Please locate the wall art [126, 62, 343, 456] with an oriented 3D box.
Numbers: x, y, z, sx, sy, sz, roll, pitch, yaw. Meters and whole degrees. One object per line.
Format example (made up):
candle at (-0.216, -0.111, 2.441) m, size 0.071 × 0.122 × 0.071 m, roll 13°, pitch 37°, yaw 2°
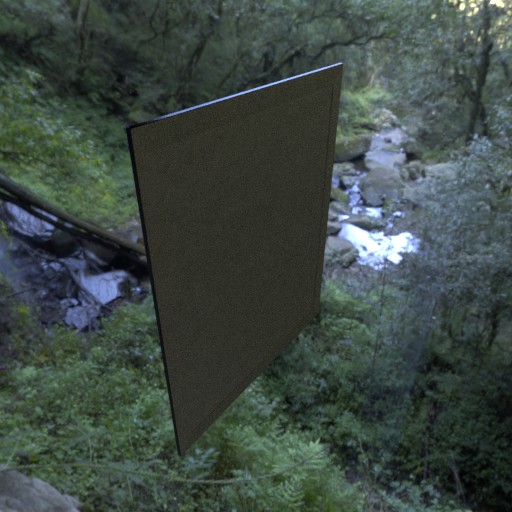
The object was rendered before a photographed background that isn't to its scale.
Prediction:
wall art at (0.000, 0.000, 0.624) m, size 0.023 × 0.457 × 0.381 m, roll 22°, pitch 39°, yaw 30°
